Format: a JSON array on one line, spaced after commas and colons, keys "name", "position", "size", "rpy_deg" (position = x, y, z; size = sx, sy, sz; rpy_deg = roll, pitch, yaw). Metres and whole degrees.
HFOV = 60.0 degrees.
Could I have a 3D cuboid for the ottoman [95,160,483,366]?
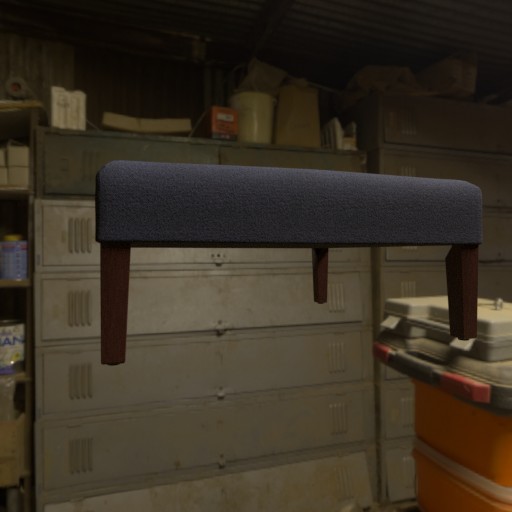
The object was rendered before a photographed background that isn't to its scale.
[{"name": "ottoman", "position": [0.000, 0.000, 1.366], "size": [0.890, 0.411, 0.889], "rpy_deg": [0, 0, -17]}]
